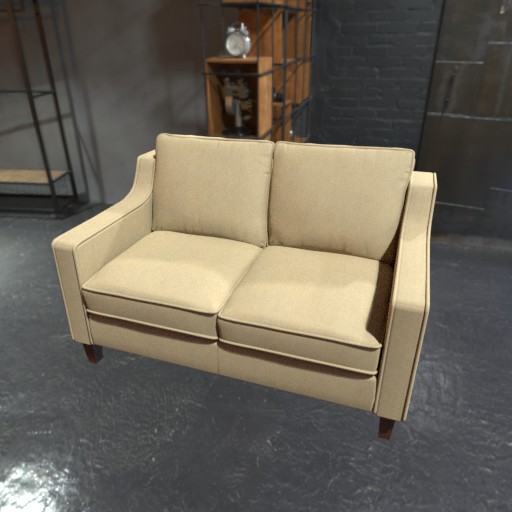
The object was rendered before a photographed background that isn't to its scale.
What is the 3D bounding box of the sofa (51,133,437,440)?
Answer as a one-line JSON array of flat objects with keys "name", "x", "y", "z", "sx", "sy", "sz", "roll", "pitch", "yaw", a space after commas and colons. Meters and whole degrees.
[{"name": "sofa", "x": 0.000, "y": 0.000, "z": 2.098, "sx": 1.501, "sy": 0.971, "sz": 0.987, "roll": 9, "pitch": 29, "yaw": 17}]
